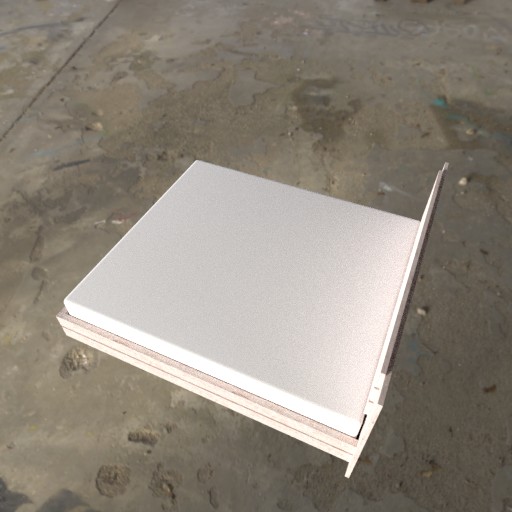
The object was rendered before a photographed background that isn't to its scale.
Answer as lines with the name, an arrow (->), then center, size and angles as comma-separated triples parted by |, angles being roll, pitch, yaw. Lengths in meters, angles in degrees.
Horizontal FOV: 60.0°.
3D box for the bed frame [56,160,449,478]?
bed frame -> 0.000, 0.000, 3.132 | 2.080, 0.970, 1.950 | 18, 49, 17
